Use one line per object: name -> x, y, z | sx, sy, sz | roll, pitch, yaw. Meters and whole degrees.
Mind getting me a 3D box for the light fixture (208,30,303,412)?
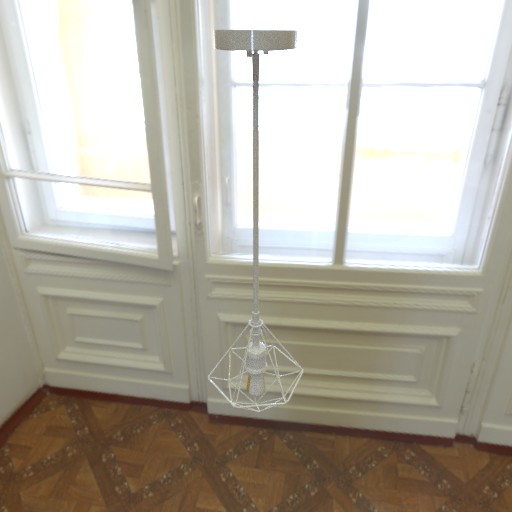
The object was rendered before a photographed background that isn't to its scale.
light fixture -> 0.000, 0.000, 1.942 | 0.431, 1.764, 0.487 | -19, 33, -32
